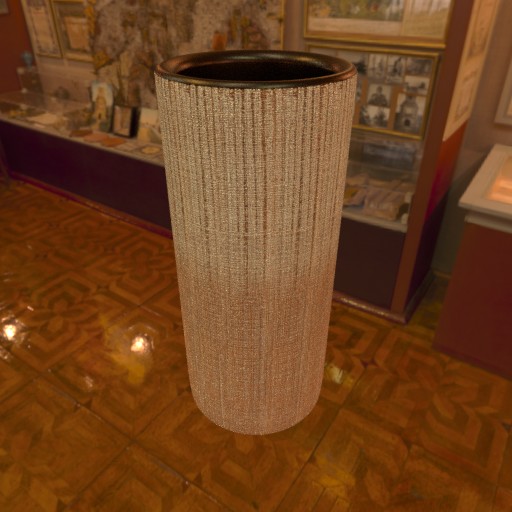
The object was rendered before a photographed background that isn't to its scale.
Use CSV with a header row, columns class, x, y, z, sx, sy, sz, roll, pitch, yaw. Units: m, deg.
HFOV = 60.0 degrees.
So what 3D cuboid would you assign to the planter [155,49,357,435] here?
class,x,y,z,sx,sy,sz,roll,pitch,yaw
planter,0.000,0.000,0.281,0.100,0.227,0.100,21,38,30
